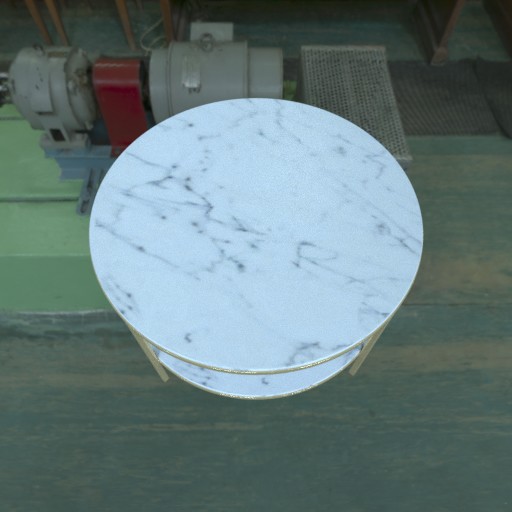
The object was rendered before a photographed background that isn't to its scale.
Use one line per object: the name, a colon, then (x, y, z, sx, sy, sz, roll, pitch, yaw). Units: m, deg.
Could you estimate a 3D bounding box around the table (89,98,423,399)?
table: (0.000, 0.000, 1.265, 0.800, 0.450, 0.800, 0, 59, 0)
